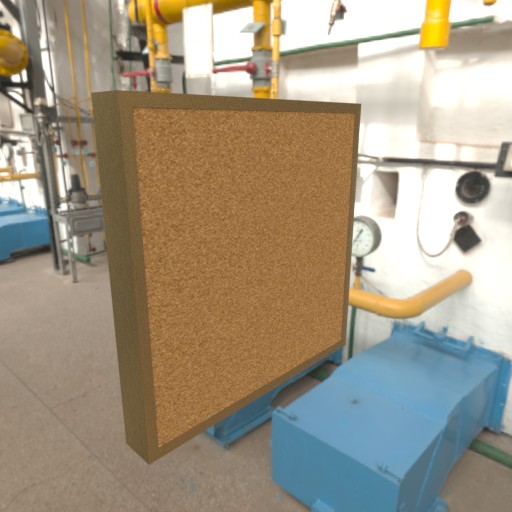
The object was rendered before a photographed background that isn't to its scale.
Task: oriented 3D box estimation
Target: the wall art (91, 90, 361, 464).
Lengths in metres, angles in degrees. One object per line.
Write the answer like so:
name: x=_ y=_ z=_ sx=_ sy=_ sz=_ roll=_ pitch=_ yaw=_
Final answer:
wall art: x=0.000 y=0.000 z=0.457 sx=0.038 sy=0.305 sz=0.304 roll=16 pitch=23 yaw=42
